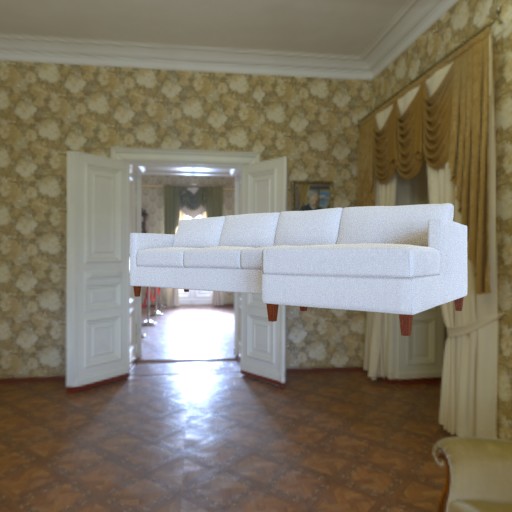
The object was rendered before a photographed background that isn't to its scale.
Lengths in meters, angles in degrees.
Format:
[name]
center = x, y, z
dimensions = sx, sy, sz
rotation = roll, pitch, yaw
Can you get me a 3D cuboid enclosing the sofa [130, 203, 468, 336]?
[sofa]
center = 0.000, 0.000, 4.263
dimensions = 3.471, 0.954, 1.599
rotation = 0, 0, 36
